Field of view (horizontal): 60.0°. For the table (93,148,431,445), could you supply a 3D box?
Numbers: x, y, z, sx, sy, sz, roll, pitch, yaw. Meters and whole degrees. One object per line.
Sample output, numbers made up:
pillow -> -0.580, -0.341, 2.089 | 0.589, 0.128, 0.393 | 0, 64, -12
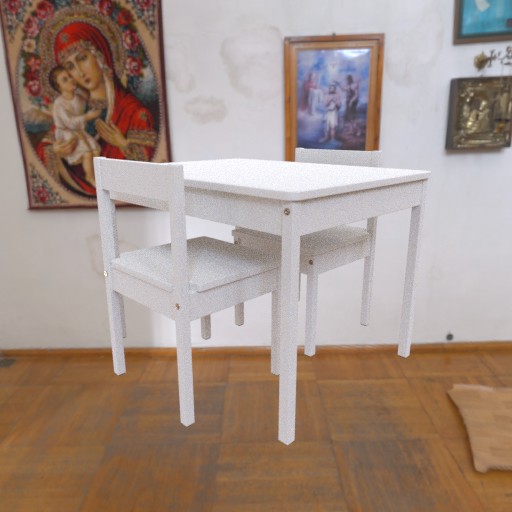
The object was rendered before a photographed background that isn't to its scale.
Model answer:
table -> 0.000, 0.000, 1.117 | 0.650, 0.503, 0.672 | 15, 22, 43
